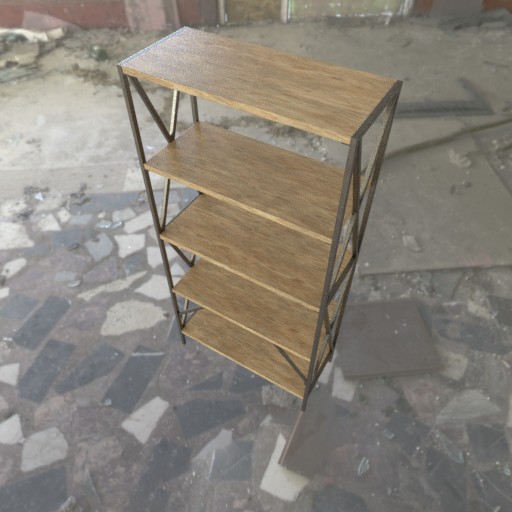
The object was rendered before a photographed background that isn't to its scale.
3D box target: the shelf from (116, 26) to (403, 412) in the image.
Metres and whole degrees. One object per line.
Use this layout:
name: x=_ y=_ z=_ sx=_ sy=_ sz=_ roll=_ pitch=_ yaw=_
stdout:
shelf: x=0.000 y=0.000 z=2.133 sx=0.874 sy=1.803 sz=0.386 roll=24 pitch=52 yaw=20
